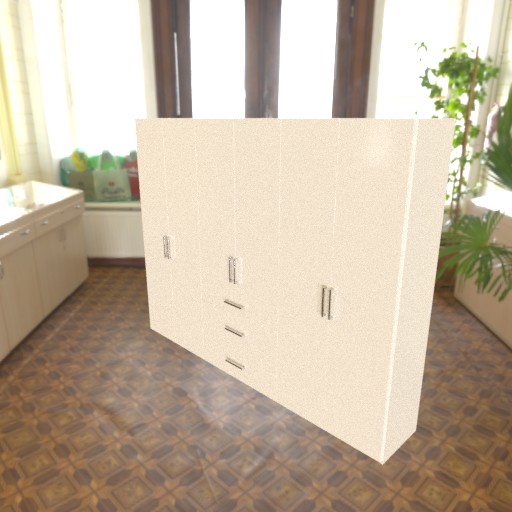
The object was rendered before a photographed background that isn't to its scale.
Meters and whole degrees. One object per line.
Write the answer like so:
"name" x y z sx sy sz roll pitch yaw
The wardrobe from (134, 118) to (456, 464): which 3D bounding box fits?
"wardrobe" 0.000 0.000 3.973 0.580 2.360 3.000 -17 24 -42
